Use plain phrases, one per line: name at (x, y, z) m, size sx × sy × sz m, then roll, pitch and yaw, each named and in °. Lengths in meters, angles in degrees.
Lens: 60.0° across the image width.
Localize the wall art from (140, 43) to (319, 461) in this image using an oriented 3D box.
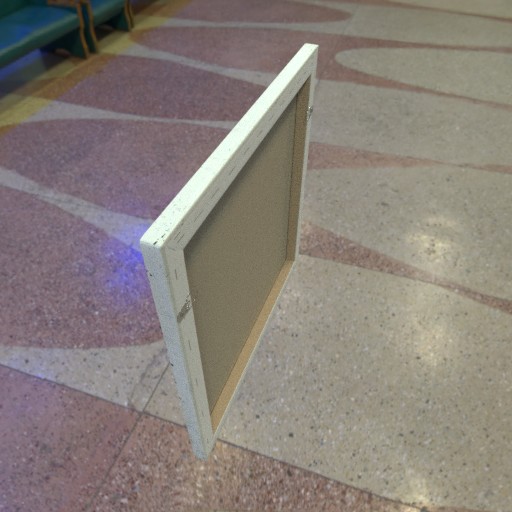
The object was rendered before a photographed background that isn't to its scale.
wall art at (0.000, 0.000, 1.104) m, size 0.038 × 0.762 × 0.762 m, roll 16°, pitch 47°, yaw 15°
